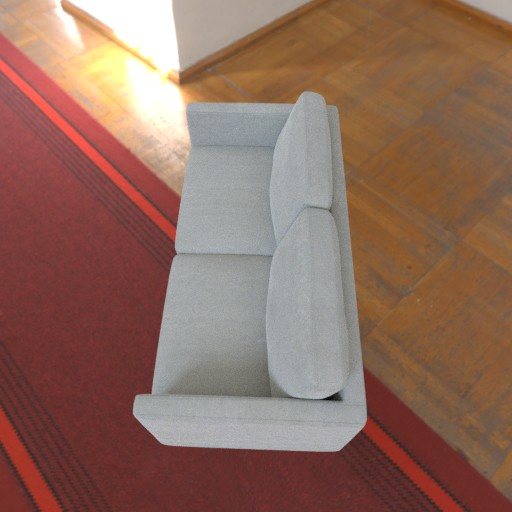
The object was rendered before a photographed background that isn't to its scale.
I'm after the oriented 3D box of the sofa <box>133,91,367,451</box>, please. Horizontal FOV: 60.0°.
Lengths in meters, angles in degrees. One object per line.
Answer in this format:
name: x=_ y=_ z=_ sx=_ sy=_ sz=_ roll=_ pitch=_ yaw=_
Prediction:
sofa: x=0.000 y=0.000 z=2.439 sx=0.950 sy=0.963 sz=1.884 roll=2 pitch=58 yaw=1
